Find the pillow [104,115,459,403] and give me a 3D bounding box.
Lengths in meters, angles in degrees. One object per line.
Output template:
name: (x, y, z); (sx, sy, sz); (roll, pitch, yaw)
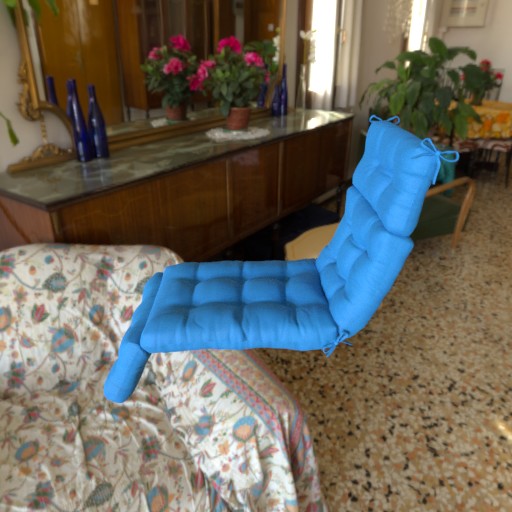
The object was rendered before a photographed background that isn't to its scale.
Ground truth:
pillow: (0.000, 0.000, 1.493); (1.016, 0.863, 0.526); (0, 26, -1)
